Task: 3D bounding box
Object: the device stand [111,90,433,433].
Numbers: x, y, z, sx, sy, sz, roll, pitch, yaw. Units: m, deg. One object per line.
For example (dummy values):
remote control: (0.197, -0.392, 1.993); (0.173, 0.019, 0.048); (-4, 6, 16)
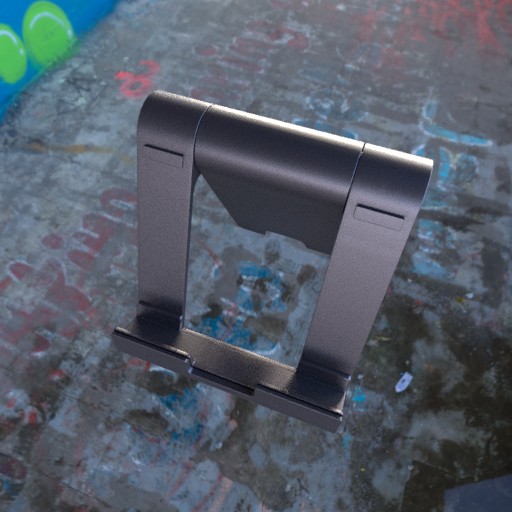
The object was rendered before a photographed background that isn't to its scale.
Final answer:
device stand: (0.000, 0.000, 0.154); (0.088, 0.084, 0.079); (18, 59, 11)
